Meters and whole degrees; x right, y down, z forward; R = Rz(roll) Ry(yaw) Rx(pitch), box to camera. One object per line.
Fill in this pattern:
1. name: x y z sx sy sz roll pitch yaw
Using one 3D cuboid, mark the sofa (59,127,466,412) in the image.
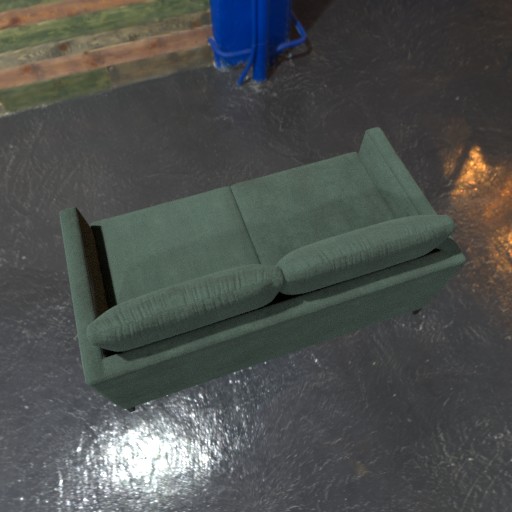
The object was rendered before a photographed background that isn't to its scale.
1. sofa: 0.000 0.000 2.171 1.676 0.817 0.875 -17 62 -9
